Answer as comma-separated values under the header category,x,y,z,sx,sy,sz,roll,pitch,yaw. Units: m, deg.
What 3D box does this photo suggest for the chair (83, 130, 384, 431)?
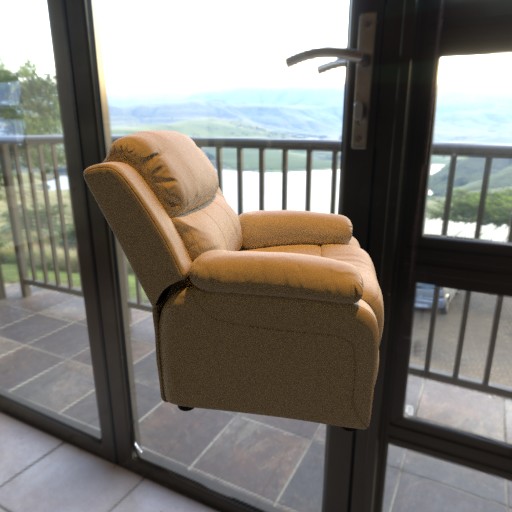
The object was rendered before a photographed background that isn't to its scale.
category,x,y,z,sx,sy,sz,roll,pitch,yaw
chair,0.000,0.000,1.289,0.709,0.702,0.680,3,17,9
